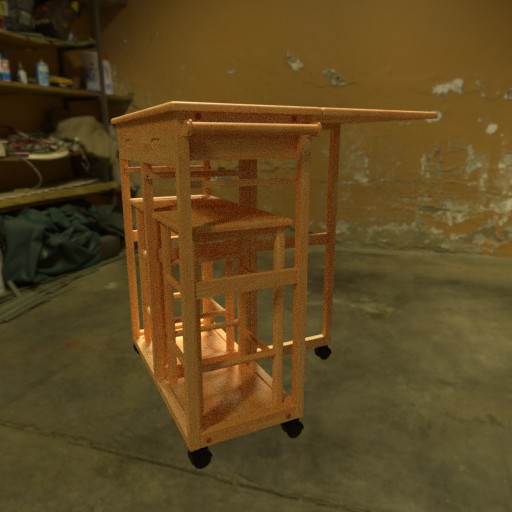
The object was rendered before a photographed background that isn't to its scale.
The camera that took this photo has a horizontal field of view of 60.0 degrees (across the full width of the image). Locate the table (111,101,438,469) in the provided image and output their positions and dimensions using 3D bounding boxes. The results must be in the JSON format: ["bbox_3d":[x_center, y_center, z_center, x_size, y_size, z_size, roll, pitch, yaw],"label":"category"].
[{"bbox_3d":[0.000,0.000,1.375,0.693,0.832,0.752,-7,16,-25],"label":"table"}]
